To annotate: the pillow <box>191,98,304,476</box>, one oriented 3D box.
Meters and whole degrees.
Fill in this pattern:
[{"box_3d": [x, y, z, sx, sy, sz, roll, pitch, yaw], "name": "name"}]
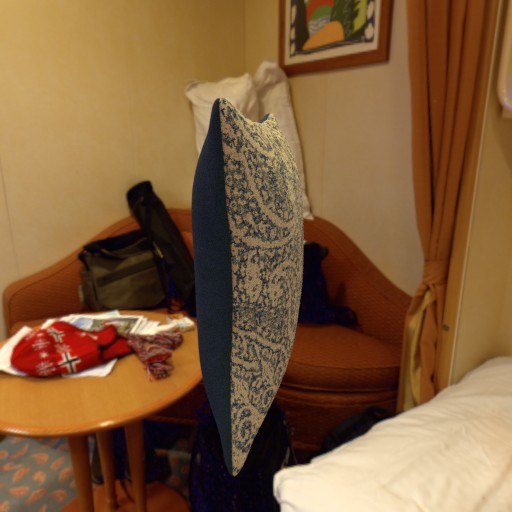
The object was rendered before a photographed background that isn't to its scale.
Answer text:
[{"box_3d": [0.000, 0.000, 0.803, 0.166, 0.510, 0.523, 2, 16, 8], "name": "pillow"}]
